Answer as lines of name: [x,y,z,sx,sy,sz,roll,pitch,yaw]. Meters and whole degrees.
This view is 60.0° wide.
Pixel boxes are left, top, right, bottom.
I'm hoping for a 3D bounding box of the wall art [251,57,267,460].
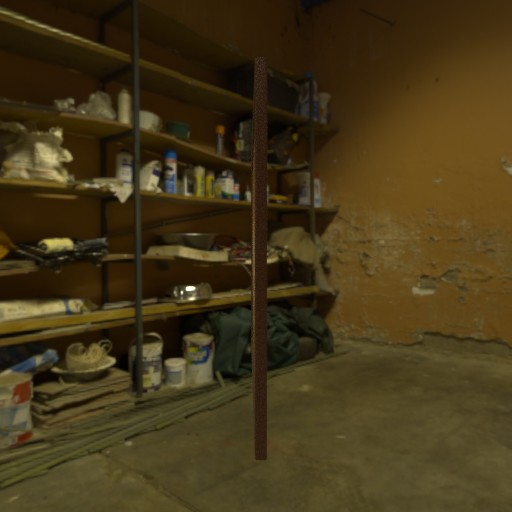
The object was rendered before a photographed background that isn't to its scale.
wall art: [0.000,0.000,0.830,0.014,0.455,0.660,0,1,-1]
